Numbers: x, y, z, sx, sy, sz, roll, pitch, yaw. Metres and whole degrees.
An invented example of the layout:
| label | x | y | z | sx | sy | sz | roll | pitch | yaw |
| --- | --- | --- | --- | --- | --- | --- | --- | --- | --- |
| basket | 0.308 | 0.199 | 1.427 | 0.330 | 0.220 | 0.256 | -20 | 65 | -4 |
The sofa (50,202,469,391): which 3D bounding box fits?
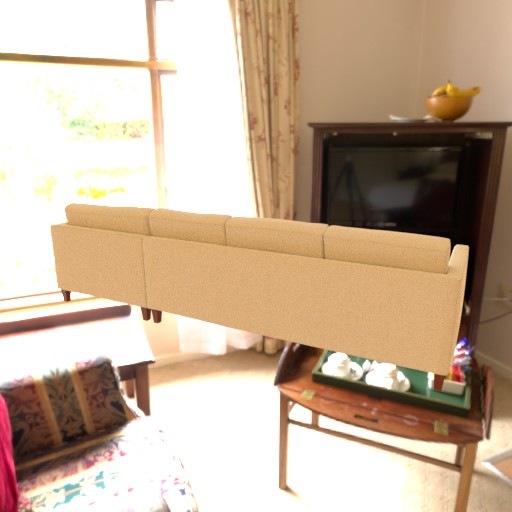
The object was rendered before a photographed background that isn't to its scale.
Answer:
| label | x | y | z | sx | sy | sz | roll | pitch | yaw |
| --- | --- | --- | --- | --- | --- | --- | --- | --- | --- |
| sofa | 0.000 | 0.000 | 4.026 | 3.471 | 0.954 | 1.599 | 8 | 17 | 26 |
